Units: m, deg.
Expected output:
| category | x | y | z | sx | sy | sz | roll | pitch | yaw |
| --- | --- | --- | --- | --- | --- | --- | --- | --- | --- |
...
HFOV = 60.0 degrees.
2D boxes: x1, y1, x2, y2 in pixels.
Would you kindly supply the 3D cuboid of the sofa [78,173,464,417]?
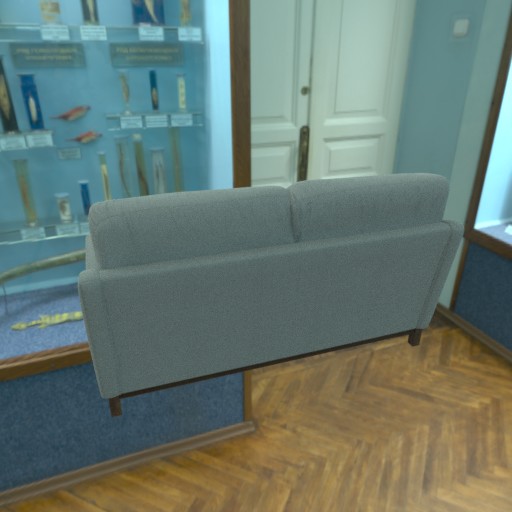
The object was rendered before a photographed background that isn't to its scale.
| category | x | y | z | sx | sy | sz | roll | pitch | yaw |
| --- | --- | --- | --- | --- | --- | --- | --- | --- | --- |
| sofa | 0.000 | 0.000 | 2.178 | 1.589 | 0.921 | 0.987 | -8 | 26 | -17 |
